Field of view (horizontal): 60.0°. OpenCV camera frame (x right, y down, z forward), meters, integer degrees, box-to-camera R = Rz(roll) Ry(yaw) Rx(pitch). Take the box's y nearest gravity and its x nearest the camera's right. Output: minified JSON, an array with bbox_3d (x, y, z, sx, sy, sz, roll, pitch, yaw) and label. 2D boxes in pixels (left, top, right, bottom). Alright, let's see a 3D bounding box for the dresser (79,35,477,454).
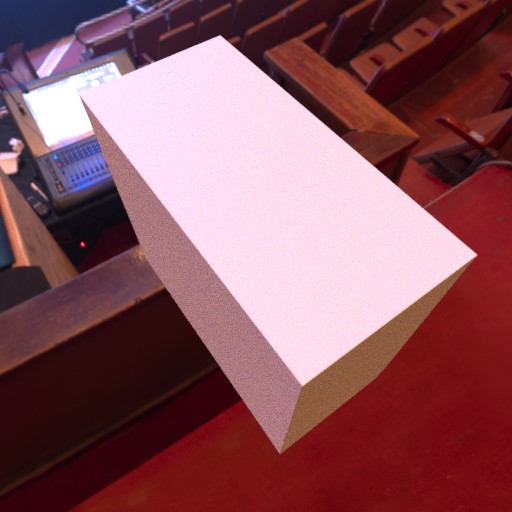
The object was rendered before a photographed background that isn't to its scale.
[{"bbox_3d":[0.000,0.000,1.232,0.420,0.740,0.830,-31,64,-18],"label":"dresser"}]
